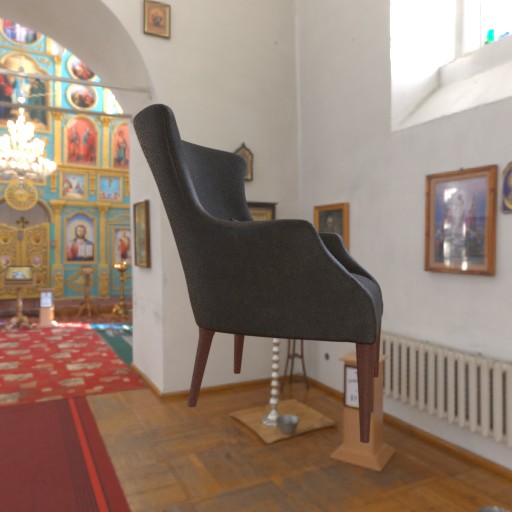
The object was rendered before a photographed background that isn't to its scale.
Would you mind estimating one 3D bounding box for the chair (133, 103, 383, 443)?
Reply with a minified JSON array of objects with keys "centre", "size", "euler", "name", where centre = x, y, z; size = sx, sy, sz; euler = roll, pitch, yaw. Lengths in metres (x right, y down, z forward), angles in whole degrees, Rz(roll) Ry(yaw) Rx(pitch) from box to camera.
[{"centre":[0.000,0.000,1.753],"size":[0.954,1.068,0.819],"euler":[0,0,17],"name":"chair"}]
